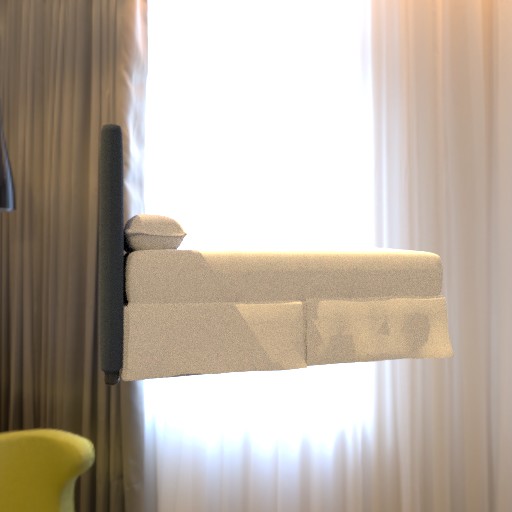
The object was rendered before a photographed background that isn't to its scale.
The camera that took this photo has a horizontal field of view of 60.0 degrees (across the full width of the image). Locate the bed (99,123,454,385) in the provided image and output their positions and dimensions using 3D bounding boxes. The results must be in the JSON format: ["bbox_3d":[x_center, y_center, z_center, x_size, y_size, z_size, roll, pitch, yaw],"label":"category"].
[{"bbox_3d":[0.000,0.000,3.291,2.162,1.330,1.713,0,0,-18],"label":"bed"}]
